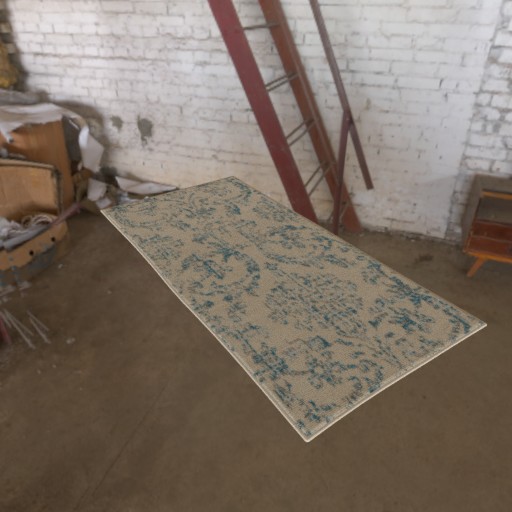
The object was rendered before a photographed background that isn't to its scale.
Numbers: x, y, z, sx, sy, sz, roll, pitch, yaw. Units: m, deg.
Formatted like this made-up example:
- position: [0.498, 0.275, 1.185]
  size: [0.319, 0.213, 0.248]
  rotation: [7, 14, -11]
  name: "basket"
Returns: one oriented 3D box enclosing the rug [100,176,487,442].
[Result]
- position: [0.000, 0.000, 1.417]
  size: [0.605, 0.007, 1.220]
  rotation: [-20, 38, -29]
  name: "rug"
